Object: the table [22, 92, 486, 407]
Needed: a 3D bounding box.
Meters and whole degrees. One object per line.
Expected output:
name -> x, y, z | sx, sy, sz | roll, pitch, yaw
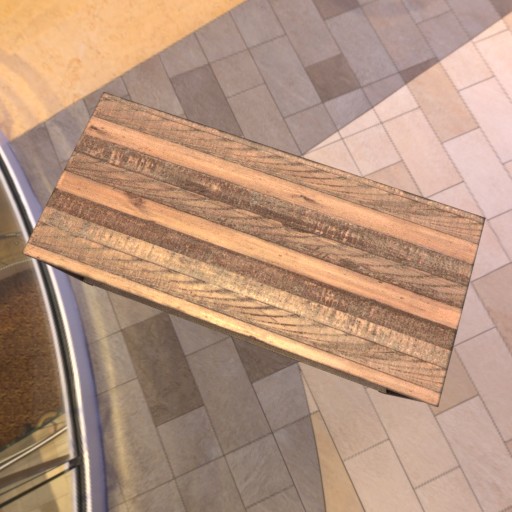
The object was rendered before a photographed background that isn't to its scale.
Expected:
table -> 0.000, 0.000, 1.229 | 0.990, 0.399, 0.452 | 19, 77, 5
